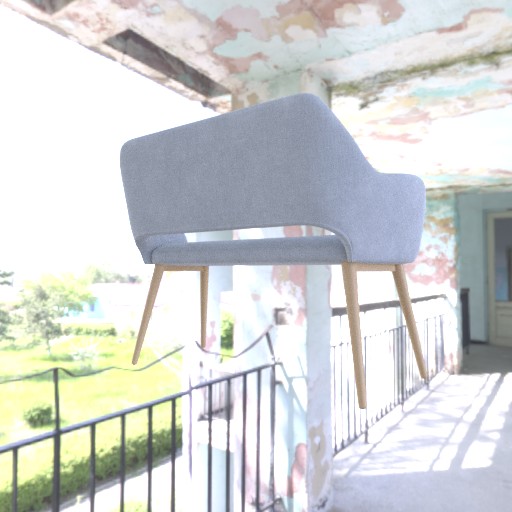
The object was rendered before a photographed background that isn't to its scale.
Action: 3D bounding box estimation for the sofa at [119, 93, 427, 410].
[{"bbox_3d":[0.000,0.000,1.602,1.150,0.840,0.610,-1,-2,36],"label":"sofa"}]
